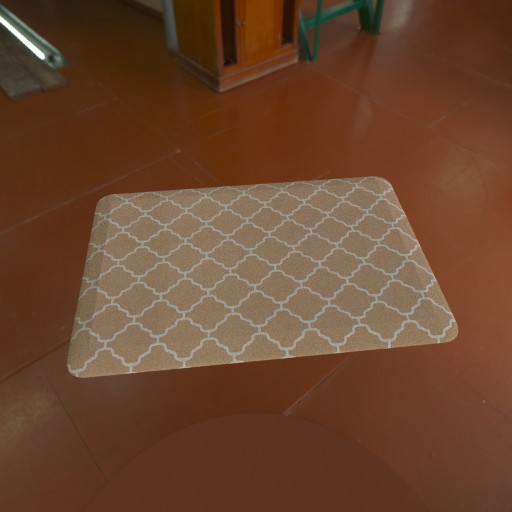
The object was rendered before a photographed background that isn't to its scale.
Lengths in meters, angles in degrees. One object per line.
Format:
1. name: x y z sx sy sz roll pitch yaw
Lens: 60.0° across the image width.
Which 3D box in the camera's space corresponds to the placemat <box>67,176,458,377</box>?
1. placemat: 0.000 0.000 0.997 0.762 0.021 0.508 -5 49 -4
